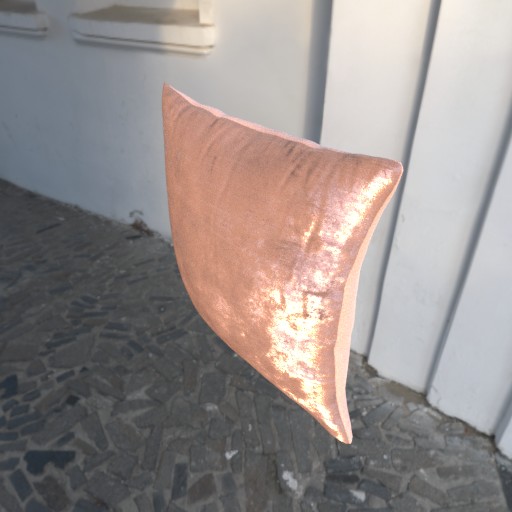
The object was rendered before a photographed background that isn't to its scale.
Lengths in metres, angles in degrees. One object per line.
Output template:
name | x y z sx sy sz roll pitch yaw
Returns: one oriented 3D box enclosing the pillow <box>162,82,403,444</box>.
pillow | 0.000 0.000 0.717 0.175 0.464 0.470 -24 40 -32
